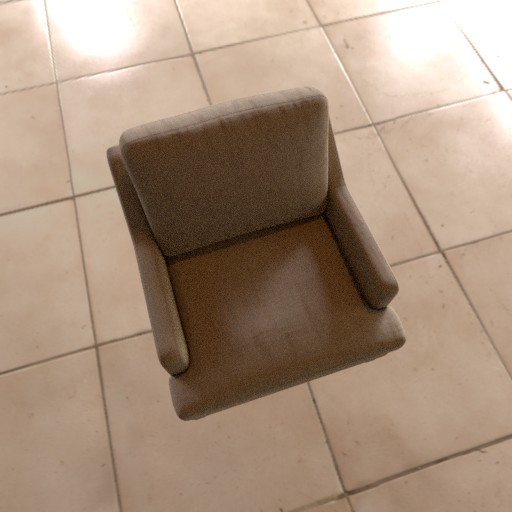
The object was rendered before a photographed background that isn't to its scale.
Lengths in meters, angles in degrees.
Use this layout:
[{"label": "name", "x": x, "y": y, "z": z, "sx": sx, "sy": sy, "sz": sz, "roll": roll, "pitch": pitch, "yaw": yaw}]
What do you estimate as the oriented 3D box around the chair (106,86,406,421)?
[{"label": "chair", "x": 0.000, "y": 0.000, "z": 1.758, "sx": 0.912, "sy": 0.916, "sz": 1.001, "roll": -16, "pitch": 65, "yaw": -8}]
